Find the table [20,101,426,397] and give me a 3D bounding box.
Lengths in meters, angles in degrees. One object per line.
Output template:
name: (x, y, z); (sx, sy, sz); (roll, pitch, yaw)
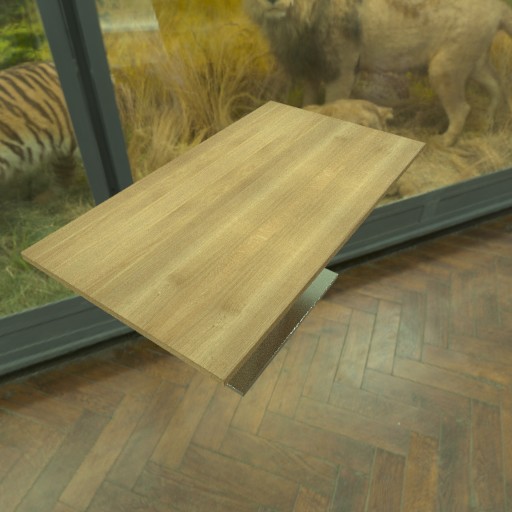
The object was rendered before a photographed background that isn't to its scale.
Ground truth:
table: (0.000, 0.000, 2.101); (0.900, 0.750, 1.600); (25, 47, 25)
